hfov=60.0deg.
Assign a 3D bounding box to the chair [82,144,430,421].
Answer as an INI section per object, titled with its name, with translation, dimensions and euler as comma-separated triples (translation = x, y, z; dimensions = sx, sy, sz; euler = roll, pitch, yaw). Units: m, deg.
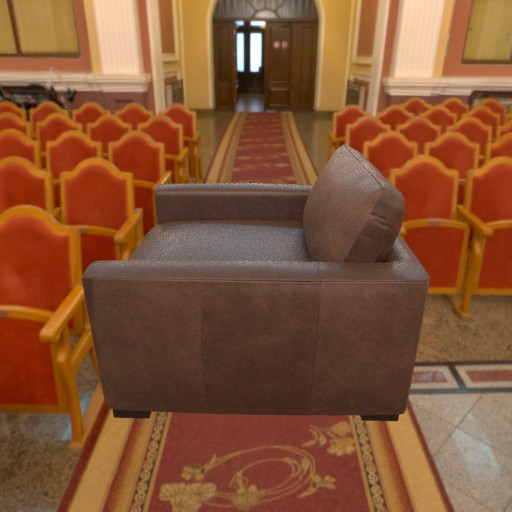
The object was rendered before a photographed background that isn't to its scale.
[chair]
translation = 0.000, 0.000, 1.853
dimensions = 1.069, 0.812, 1.100
euler = 1, 24, 1
